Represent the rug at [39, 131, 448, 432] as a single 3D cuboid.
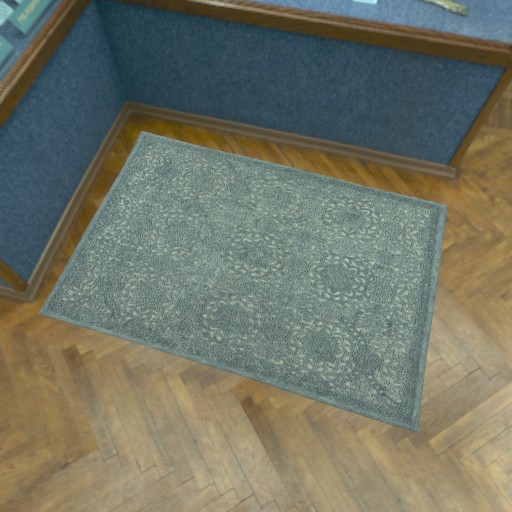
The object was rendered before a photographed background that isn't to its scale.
[{"bbox_3d":[0.000,0.000,2.288,1.830,0.016,1.224,15,64,8],"label":"rug"}]
